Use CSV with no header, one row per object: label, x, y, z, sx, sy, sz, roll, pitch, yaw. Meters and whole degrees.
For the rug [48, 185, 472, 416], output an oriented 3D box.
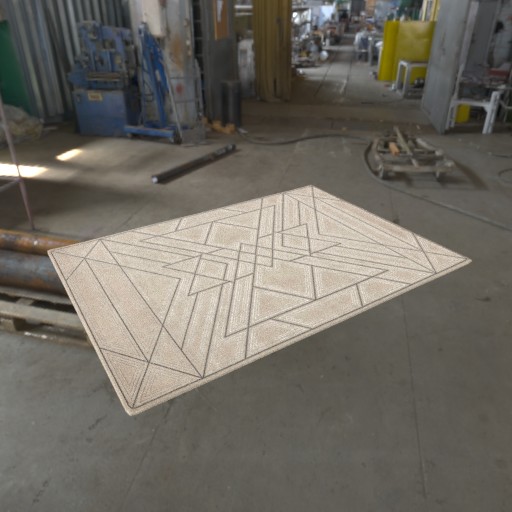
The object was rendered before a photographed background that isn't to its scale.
rug,0.000,0.000,4.320,3.381,0.026,2.436,-18,34,-28
